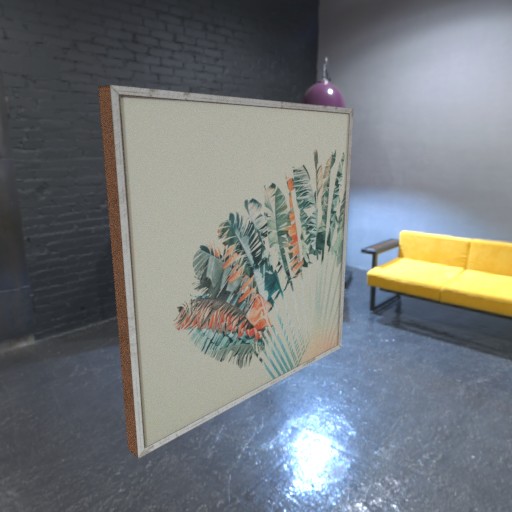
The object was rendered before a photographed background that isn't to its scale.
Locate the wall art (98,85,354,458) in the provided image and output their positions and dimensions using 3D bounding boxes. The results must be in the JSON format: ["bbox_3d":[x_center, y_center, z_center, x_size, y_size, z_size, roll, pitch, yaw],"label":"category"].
[{"bbox_3d":[0.000,0.000,0.760,0.508,0.506,0.029,-14,20,-43],"label":"wall art"}]
